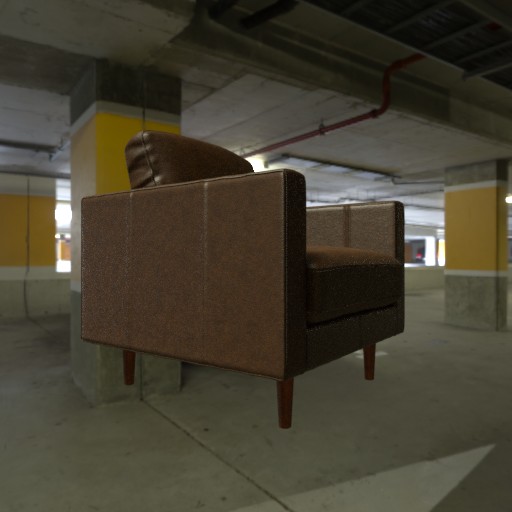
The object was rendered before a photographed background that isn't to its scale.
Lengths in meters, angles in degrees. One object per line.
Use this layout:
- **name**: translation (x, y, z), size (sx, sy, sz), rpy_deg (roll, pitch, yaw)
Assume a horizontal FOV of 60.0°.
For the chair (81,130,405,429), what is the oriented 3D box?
- **chair**: translation (0.000, 0.000, 1.671), size (0.909, 0.956, 0.890), rpy_deg (0, 0, 37)
